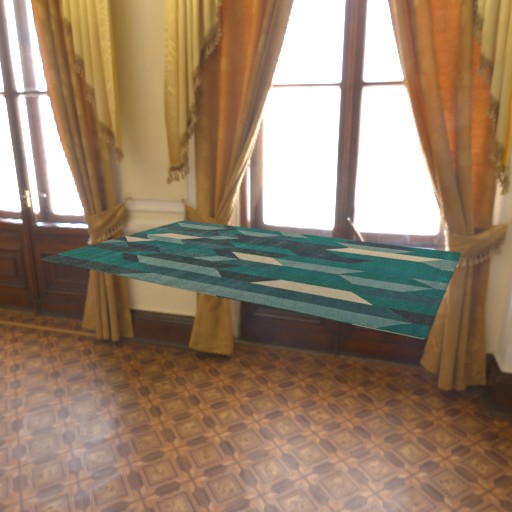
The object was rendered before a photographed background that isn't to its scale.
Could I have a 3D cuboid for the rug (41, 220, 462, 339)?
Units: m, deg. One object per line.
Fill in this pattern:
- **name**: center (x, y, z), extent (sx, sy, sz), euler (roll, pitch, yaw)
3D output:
- **rug**: center (0.000, 0.000, 3.003), extent (2.420, 0.005, 1.528), euler (9, 18, 28)
